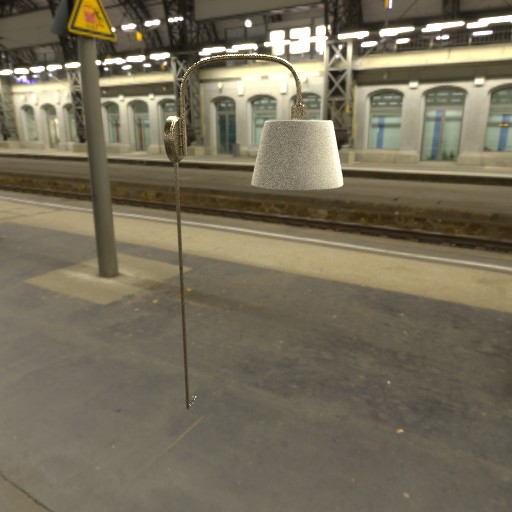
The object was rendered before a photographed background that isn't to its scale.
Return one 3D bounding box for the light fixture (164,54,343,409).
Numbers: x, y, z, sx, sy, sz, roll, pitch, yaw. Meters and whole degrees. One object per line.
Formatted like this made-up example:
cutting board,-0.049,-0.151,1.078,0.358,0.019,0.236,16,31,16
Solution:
light fixture,0.000,0.000,0.477,0.176,0.399,0.092,3,16,9
